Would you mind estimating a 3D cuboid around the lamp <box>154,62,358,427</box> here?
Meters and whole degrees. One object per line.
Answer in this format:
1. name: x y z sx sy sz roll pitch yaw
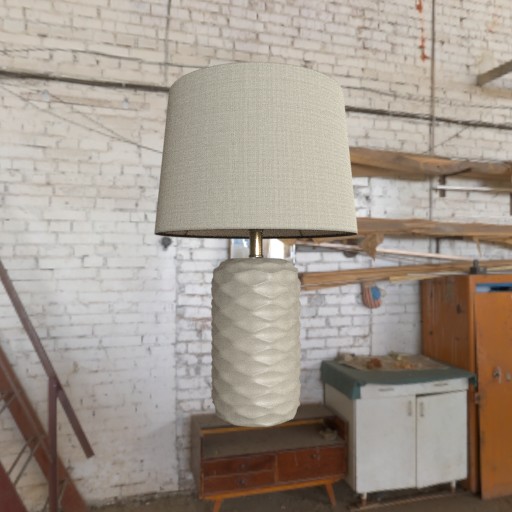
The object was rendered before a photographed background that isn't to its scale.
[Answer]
1. lamp: 0.000 0.000 0.839 0.376 0.594 0.376 0 0 0
